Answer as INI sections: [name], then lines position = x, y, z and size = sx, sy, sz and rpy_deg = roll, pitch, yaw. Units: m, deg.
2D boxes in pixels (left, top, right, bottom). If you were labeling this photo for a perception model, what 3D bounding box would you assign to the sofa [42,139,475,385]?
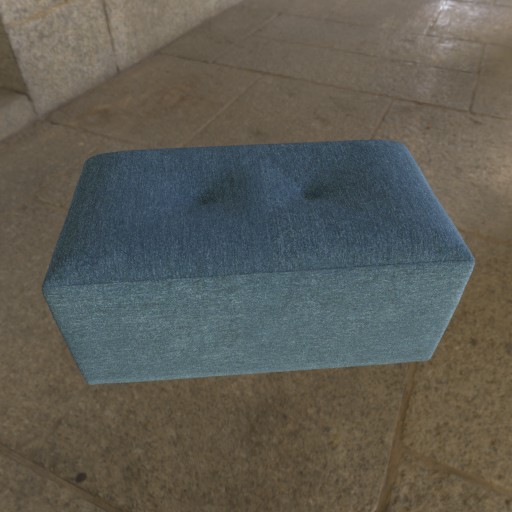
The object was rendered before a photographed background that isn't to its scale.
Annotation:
[sofa]
position = 0.000, 0.000, 1.197
size = 0.930, 0.470, 0.480
rpy_deg = -3, 45, -3
